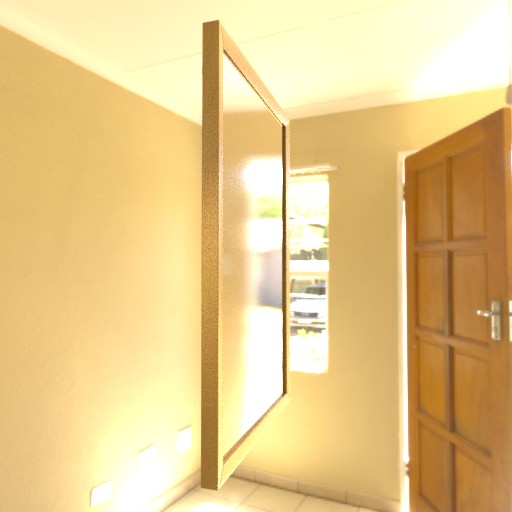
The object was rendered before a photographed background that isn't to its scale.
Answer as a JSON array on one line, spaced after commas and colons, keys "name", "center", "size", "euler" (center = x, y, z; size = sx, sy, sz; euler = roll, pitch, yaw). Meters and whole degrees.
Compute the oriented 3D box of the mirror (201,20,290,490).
[{"name": "mirror", "center": [0.000, 0.000, 1.156], "size": [0.040, 0.915, 0.609], "euler": [-1, -2, 18]}]
